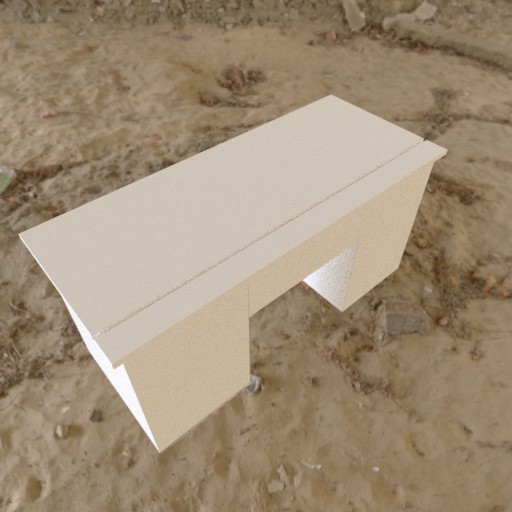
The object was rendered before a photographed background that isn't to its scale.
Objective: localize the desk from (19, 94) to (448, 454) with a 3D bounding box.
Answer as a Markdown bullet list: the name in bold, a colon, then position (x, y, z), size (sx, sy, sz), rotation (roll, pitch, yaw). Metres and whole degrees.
- **desk**: position (0.000, 0.000, 1.978), size (1.580, 0.760, 0.670), rotation (-32, 54, -27)
